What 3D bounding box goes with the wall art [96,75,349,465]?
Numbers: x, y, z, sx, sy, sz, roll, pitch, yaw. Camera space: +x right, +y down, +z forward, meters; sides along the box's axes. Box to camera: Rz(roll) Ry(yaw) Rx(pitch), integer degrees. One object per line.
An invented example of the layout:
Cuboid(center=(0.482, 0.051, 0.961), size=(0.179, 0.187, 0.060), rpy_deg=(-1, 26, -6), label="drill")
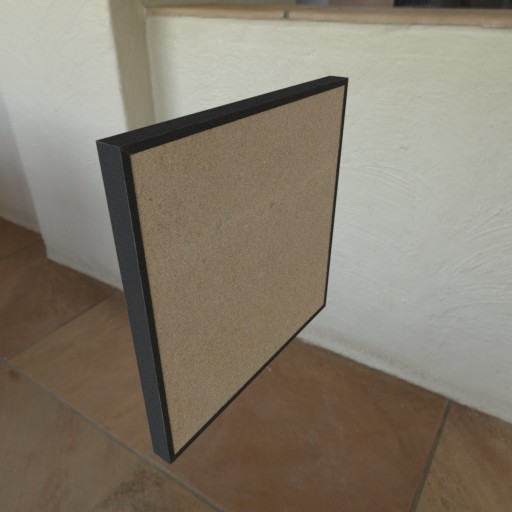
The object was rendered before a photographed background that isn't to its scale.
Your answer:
Cuboid(center=(0.000, 0.000, 0.752), size=(0.038, 0.508, 0.508), rpy_deg=(21, 36, 30), label="wall art")
